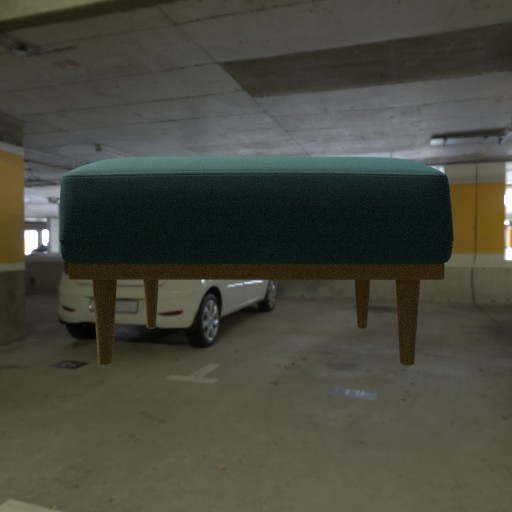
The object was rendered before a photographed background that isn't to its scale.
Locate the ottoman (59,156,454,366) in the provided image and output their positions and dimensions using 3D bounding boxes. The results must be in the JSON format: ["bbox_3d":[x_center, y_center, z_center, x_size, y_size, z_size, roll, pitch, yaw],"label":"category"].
[{"bbox_3d":[0.000,0.000,1.081,0.749,0.428,0.549,0,2,0],"label":"ottoman"}]
